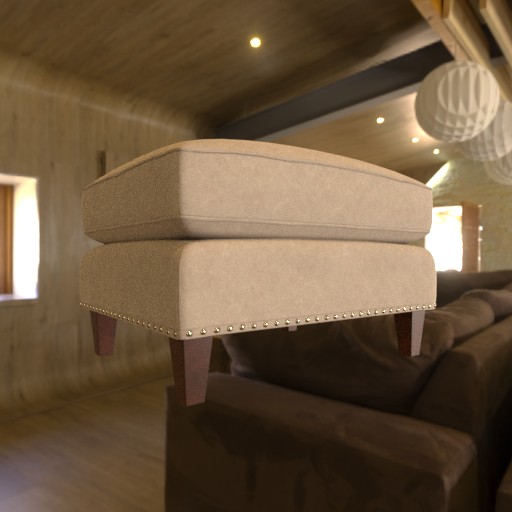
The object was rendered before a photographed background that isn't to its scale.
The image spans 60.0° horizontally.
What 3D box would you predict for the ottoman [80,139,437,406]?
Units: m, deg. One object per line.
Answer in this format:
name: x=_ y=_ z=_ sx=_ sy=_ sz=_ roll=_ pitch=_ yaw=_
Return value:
ottoman: x=0.000 y=0.000 z=1.154 sx=0.741 sy=0.513 sz=0.584 roll=0 pitch=0 yaw=-36
